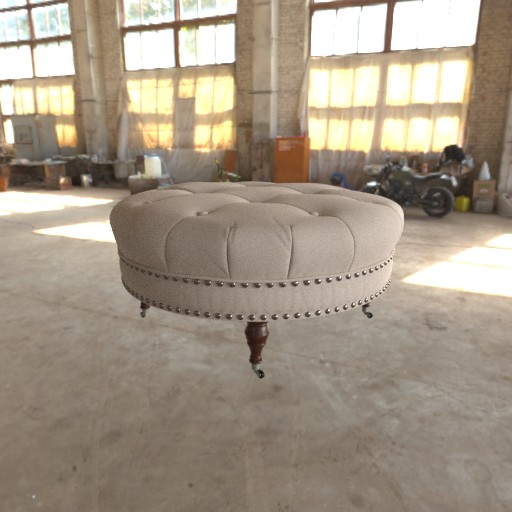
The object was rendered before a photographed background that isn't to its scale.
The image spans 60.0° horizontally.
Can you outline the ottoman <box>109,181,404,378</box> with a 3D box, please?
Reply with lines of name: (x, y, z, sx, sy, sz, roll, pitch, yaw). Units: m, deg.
ottoman: (0.000, 0.000, 1.443, 0.901, 0.439, 0.901, 0, 15, 0)
